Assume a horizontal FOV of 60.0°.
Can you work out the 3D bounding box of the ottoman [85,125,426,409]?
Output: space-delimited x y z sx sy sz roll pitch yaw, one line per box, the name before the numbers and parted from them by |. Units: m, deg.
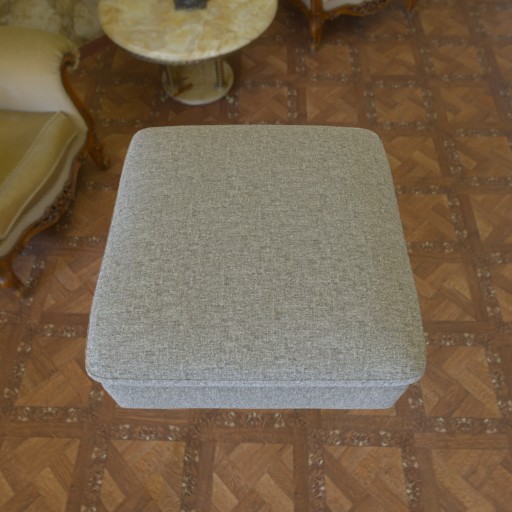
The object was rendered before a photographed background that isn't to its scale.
ottoman | 0.000 0.000 1.664 1.035 0.526 1.039 0 58 0
